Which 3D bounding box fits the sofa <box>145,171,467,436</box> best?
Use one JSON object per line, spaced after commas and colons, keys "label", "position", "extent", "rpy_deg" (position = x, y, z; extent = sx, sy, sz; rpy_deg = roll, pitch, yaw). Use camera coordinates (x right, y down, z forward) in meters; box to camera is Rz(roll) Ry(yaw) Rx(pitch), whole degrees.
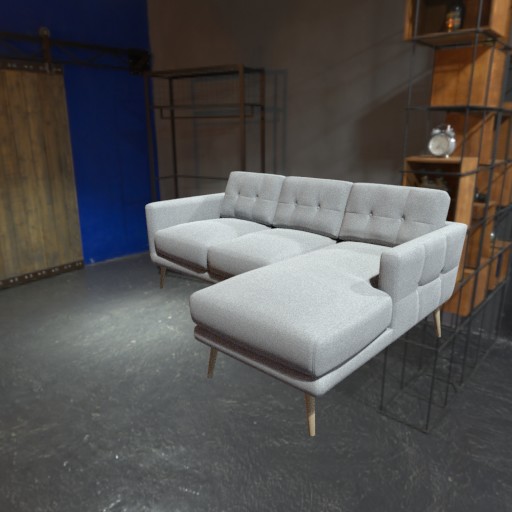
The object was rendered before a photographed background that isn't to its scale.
{"label": "sofa", "position": [0.000, 0.000, 2.775], "extent": [2.040, 0.860, 1.530], "rpy_deg": [15, 21, 41]}
